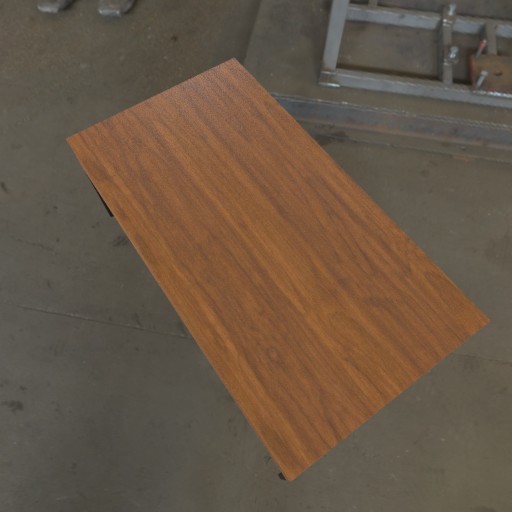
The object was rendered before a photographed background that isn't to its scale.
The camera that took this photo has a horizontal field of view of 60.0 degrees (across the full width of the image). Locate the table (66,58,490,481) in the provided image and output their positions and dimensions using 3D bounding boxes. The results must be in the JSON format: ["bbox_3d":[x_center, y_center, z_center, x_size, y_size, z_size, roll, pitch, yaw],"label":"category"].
[{"bbox_3d":[0.000,0.000,1.322,0.574,0.414,1.057,-32,68,-15],"label":"table"}]
